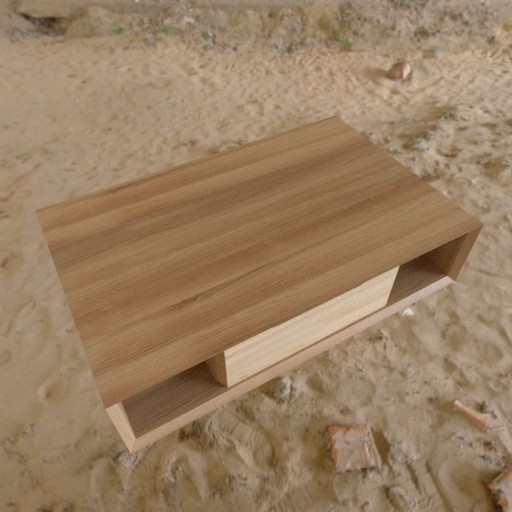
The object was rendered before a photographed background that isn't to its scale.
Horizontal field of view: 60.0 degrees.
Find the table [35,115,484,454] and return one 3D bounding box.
[{"bbox_3d":[0.000,0.000,1.407,1.100,0.330,0.700,-23,51,-20],"label":"table"}]
